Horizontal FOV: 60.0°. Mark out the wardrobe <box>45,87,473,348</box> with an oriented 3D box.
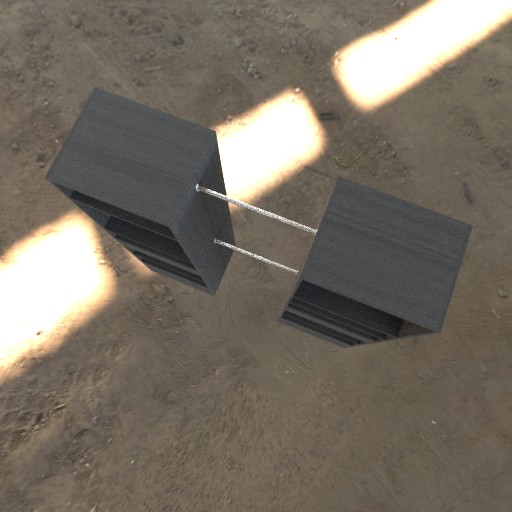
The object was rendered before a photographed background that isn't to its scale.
[{"bbox_3d":[0.000,0.000,2.858,1.770,2.000,0.480,21,77,5],"label":"wardrobe"}]
